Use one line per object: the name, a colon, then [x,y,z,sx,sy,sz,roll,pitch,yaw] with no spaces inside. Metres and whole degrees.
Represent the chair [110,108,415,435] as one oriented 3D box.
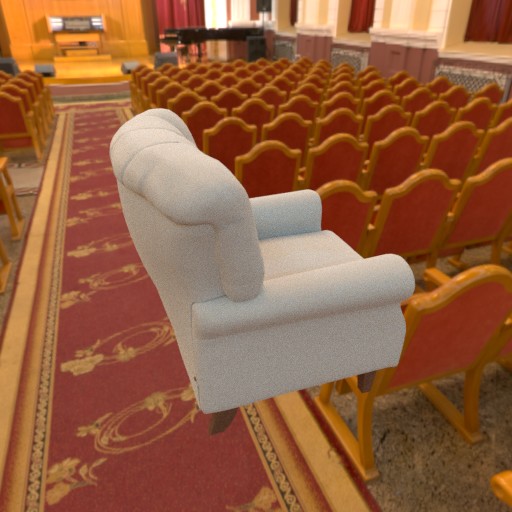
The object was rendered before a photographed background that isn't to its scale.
chair: [0.000,0.000,2.029,1.128,1.217,1.090,-9,30,-17]
